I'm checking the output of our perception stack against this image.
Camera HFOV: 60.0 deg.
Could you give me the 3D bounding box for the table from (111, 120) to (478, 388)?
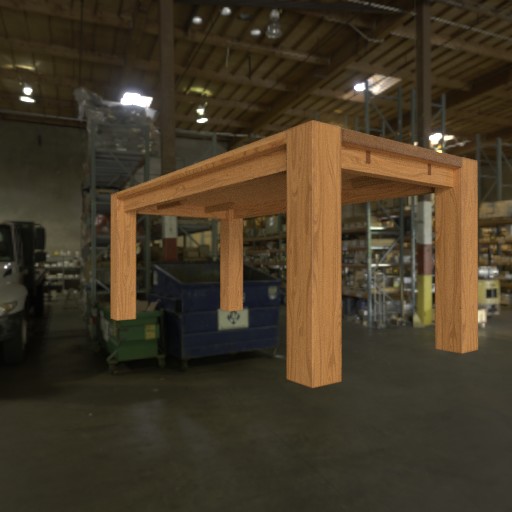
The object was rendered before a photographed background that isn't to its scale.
[{"bbox_3d":[0.000,0.000,2.246,0.900,0.760,1.800,0,0,-36],"label":"table"}]
